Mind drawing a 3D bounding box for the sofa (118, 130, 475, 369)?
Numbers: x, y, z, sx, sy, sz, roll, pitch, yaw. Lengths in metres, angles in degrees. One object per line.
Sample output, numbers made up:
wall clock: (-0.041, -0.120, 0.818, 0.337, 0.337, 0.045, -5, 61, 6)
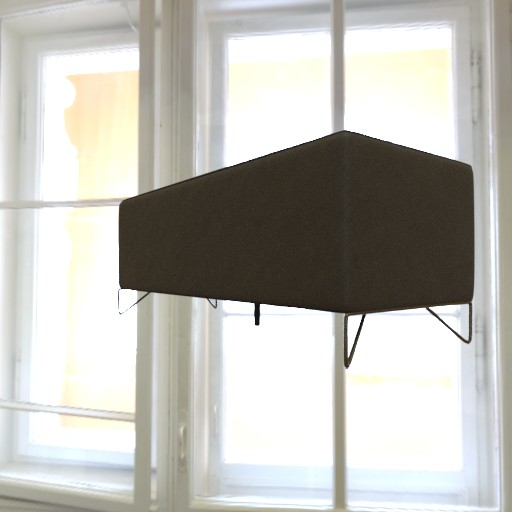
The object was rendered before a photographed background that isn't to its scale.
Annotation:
sofa: (0.000, 0.000, 2.502, 0.867, 0.789, 2.087, 1, -2, -38)
